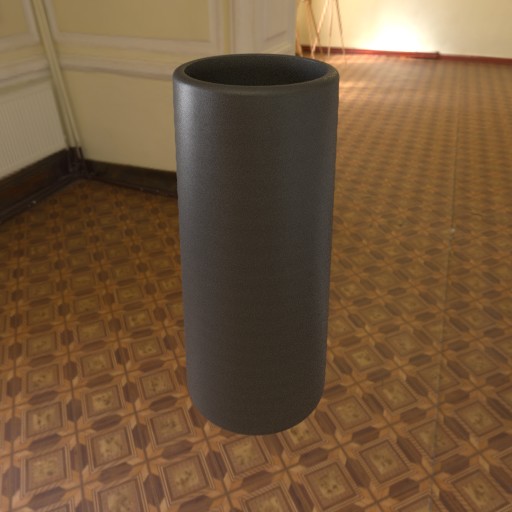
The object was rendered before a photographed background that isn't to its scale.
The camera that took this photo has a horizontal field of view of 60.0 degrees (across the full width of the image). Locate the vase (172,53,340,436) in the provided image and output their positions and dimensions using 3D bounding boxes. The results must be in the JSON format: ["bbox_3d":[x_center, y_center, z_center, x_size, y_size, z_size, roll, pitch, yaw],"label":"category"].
[{"bbox_3d":[0.000,0.000,0.363,0.136,0.289,0.136,21,40,28],"label":"vase"}]
